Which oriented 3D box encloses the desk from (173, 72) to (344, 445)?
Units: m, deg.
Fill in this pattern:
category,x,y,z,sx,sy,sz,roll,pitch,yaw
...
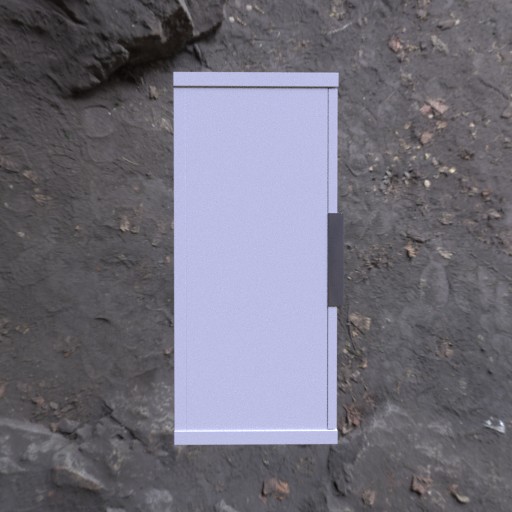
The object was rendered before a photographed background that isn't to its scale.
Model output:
category,x,y,z,sx,sy,sz,roll,pitch,yaw
desk,0.000,0.000,1.607,0.390,1.190,0.850,0,91,-1
